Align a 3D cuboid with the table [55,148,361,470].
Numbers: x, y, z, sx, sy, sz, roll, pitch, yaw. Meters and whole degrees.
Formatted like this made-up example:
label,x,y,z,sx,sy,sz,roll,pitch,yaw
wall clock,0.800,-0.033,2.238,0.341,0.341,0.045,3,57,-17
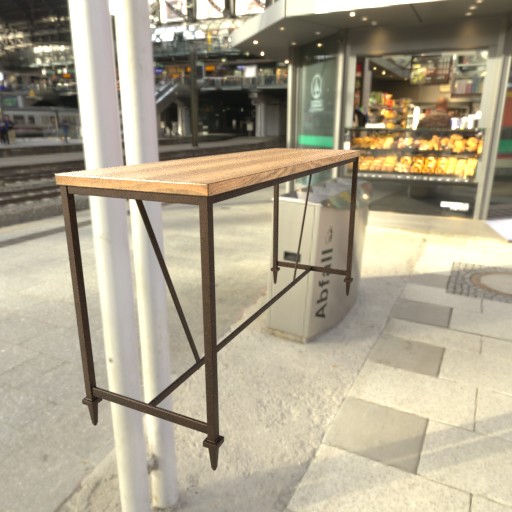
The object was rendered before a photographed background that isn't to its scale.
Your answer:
label,x,y,z,sx,sy,sz,roll,pitch,yaw
table,0.000,0.000,2.091,0.551,0.902,1.700,8,18,25
